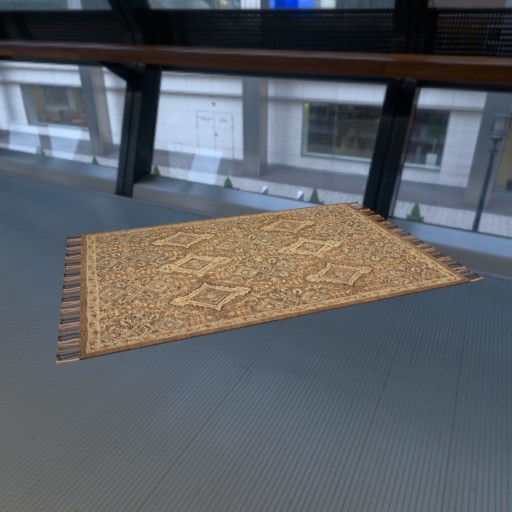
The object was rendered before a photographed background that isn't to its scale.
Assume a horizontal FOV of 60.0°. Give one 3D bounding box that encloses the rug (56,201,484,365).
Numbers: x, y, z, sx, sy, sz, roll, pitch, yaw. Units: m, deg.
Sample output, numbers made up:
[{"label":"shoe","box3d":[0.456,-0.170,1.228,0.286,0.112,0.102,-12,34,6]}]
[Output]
[{"label":"rug","box3d":[0.000,0.000,2.998,2.434,0.010,1.516,-9,27,-17]}]
